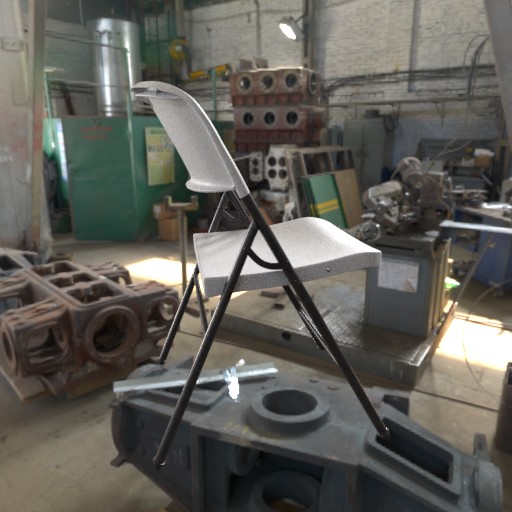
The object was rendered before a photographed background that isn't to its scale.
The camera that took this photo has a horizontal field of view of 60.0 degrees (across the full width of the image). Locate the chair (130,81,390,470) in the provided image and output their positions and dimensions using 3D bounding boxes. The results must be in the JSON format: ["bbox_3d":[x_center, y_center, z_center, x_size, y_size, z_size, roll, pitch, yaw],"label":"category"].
[{"bbox_3d":[0.000,0.000,1.137,0.566,0.810,0.494,-3,16,-10],"label":"chair"}]
